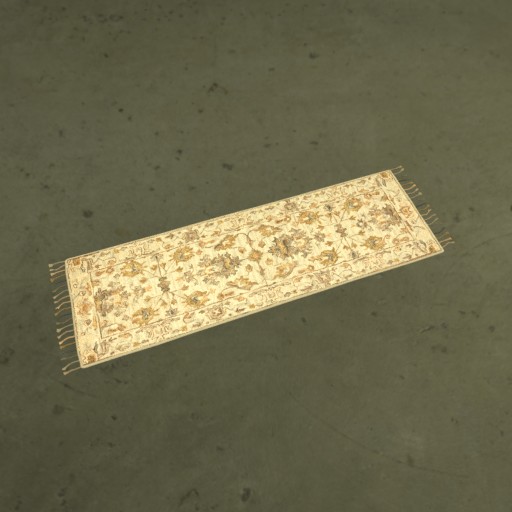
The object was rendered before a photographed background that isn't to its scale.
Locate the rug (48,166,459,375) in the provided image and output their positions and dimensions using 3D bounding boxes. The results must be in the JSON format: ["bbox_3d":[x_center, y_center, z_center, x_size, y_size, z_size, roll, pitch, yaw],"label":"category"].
[{"bbox_3d":[0.000,0.000,2.737,2.438,0.021,0.729,-17,60,-10],"label":"rug"}]
